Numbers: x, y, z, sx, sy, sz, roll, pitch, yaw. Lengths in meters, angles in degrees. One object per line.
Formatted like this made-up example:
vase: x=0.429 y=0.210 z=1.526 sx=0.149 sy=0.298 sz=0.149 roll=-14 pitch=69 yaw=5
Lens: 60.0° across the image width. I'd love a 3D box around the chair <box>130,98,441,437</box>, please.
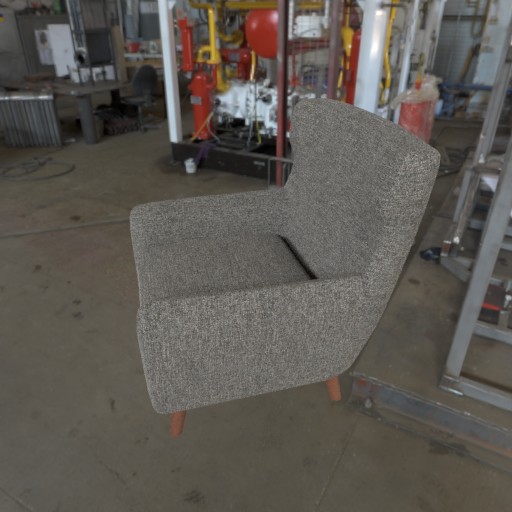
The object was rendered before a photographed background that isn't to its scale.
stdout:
chair: x=0.000 y=0.000 z=1.739 sx=0.940 sy=1.039 sz=0.889 roll=-8 pitch=31 yaw=-13
